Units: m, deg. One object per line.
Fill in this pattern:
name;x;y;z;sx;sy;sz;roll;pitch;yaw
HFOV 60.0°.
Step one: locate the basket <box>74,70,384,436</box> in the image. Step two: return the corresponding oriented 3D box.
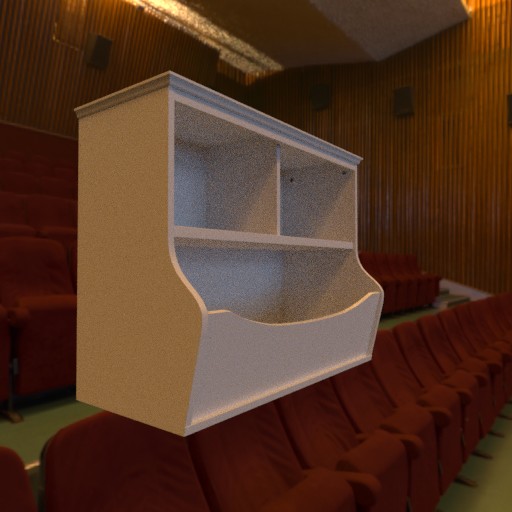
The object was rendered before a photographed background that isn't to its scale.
basket;0.000;0.000;1.145;0.376;0.625;0.792;-1;-2;38
